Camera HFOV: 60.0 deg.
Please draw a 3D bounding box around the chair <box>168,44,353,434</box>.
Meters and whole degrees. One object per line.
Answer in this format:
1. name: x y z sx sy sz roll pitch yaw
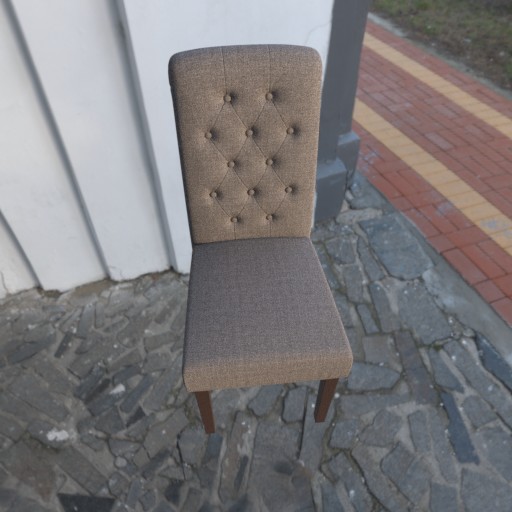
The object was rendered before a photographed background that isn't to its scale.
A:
1. chair: 0.000 0.000 1.336 0.456 1.006 0.671 -4 47 -4
